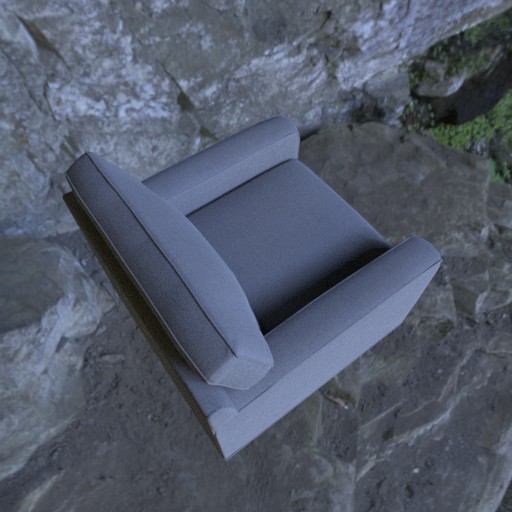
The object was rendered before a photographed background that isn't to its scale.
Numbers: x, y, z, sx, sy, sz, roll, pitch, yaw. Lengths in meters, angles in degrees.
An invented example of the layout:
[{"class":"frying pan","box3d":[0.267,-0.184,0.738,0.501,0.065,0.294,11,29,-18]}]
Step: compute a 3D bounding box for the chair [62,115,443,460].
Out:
[{"class":"chair","box3d":[0.000,0.000,1.796,1.044,0.934,0.999,-32,63,-18]}]
